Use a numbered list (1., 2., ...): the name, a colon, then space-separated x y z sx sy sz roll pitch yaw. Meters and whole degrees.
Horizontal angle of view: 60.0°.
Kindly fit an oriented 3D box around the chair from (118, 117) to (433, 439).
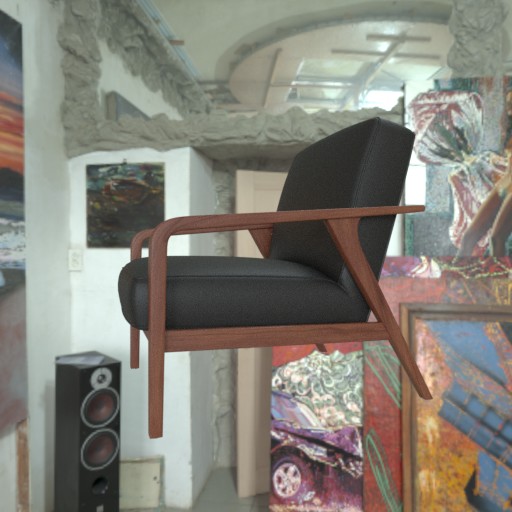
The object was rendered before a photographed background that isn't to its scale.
1. chair: 0.000 0.000 1.499 0.889 0.861 0.719 0 1 -20
